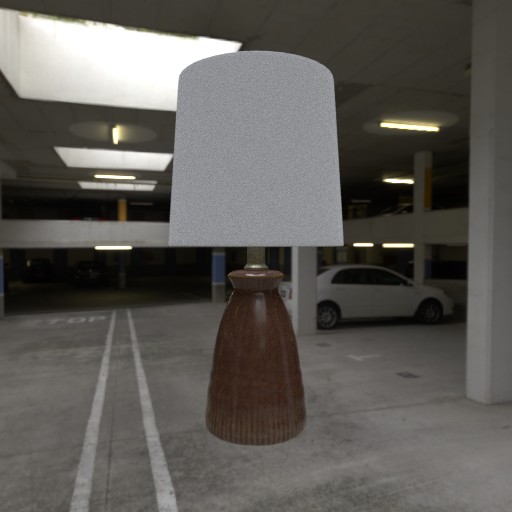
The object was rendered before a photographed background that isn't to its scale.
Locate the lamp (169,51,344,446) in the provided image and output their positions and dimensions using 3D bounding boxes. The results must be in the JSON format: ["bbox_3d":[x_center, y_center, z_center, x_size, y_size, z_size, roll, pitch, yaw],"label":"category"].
[{"bbox_3d":[0.000,0.000,0.481,0.186,0.369,0.186,0,2,0],"label":"lamp"}]
